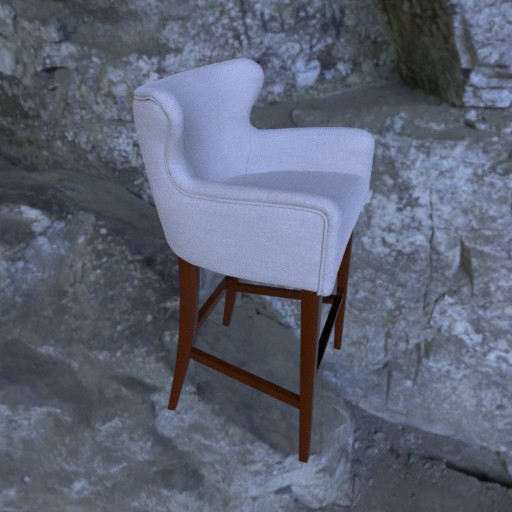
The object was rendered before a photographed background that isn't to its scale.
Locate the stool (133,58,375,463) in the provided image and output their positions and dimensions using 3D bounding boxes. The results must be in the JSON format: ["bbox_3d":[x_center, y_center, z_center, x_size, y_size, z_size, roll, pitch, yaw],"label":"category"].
[{"bbox_3d":[0.000,0.000,1.338,0.563,1.034,0.556,11,33,17],"label":"stool"}]
